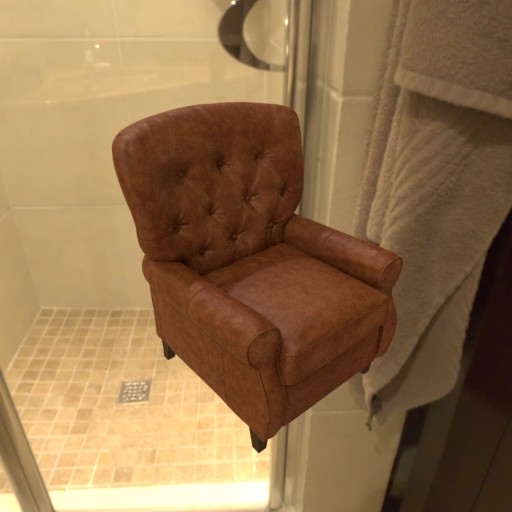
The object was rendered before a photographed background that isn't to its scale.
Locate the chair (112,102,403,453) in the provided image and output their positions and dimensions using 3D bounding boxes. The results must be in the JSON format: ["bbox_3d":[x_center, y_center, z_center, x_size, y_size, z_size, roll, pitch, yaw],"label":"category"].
[{"bbox_3d":[0.000,0.000,1.954,0.951,1.164,1.059,-23,37,-34],"label":"chair"}]
